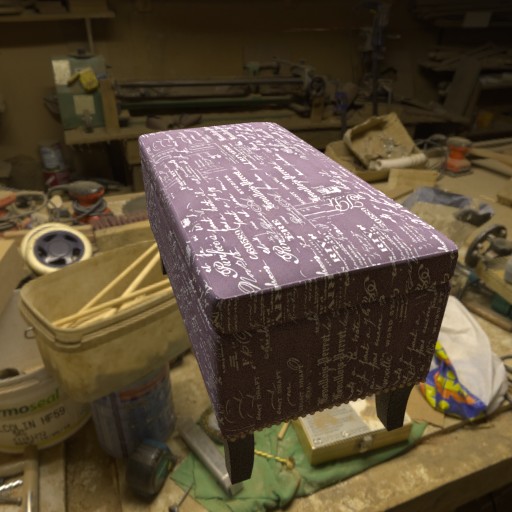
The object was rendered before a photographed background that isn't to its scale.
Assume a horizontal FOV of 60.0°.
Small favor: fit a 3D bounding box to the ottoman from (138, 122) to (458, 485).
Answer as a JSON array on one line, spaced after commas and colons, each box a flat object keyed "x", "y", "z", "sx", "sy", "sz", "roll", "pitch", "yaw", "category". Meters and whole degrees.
[{"x": 0.000, "y": 0.000, "z": 1.046, "sx": 0.406, "sy": 0.457, "sz": 0.813, "roll": -11, "pitch": 33, "yaw": -17, "category": "ottoman"}]
